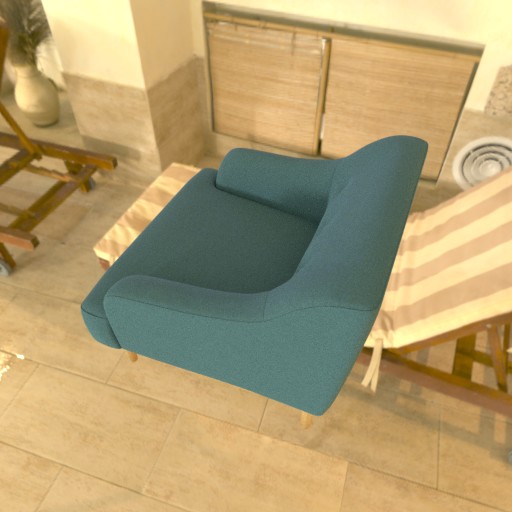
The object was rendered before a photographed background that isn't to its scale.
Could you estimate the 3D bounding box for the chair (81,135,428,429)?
[{"bbox_3d":[0.000,0.000,1.658,0.951,0.818,0.946,17,48,16],"label":"chair"}]
